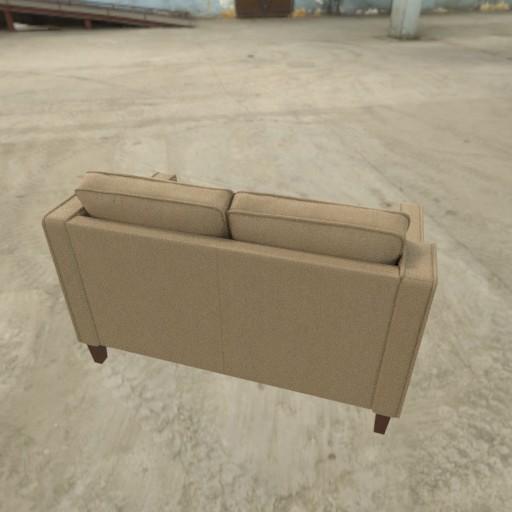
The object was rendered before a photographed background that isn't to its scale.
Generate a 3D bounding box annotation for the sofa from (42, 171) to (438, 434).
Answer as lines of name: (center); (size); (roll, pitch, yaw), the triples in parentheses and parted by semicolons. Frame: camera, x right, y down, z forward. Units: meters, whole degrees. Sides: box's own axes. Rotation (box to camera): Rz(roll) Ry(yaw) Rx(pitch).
sofa: (0.000, 0.000, 2.156); (1.501, 0.971, 0.987); (9, 34, 14)
